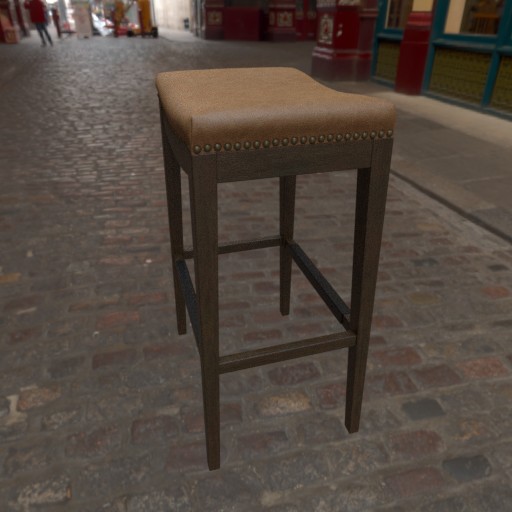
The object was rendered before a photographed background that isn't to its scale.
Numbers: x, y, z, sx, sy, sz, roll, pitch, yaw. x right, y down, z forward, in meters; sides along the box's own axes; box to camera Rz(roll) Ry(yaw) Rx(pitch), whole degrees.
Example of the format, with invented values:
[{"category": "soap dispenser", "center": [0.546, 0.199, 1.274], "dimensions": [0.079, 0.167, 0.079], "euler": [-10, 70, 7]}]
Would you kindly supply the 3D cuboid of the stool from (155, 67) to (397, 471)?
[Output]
[{"category": "stool", "center": [0.000, 0.000, 1.031], "dimensions": [0.361, 0.759, 0.500], "euler": [-8, 31, -14]}]
